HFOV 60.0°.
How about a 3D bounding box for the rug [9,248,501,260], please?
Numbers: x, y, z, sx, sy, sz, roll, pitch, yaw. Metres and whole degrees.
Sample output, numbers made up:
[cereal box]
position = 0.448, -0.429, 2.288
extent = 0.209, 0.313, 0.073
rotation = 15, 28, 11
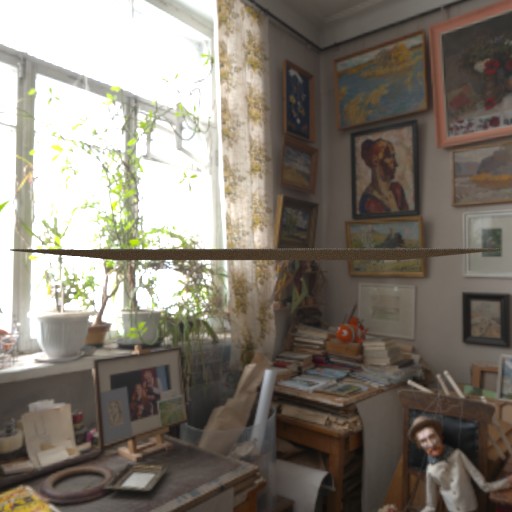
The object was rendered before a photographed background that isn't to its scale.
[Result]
[rug]
position = 0.000, 0.000, 2.148
extent = 1.752, 0.006, 1.142
rotation = 0, -2, 1
